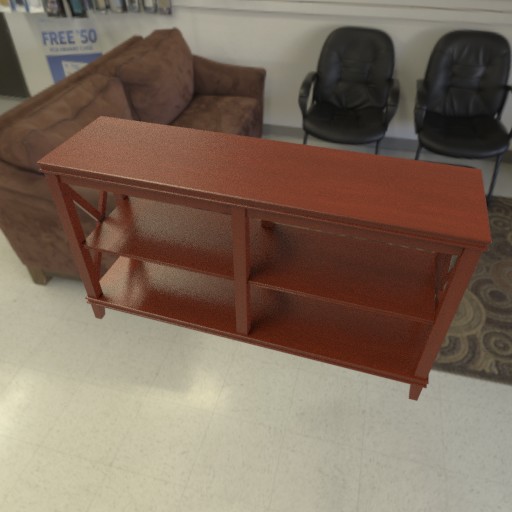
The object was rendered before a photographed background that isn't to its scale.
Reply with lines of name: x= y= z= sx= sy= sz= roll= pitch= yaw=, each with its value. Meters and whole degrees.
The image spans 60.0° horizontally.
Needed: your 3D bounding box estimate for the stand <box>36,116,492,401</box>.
stand: x=0.000 y=0.000 z=1.662 sx=1.372 sy=0.762 sz=0.381 roll=12 pitch=42 yaw=13
